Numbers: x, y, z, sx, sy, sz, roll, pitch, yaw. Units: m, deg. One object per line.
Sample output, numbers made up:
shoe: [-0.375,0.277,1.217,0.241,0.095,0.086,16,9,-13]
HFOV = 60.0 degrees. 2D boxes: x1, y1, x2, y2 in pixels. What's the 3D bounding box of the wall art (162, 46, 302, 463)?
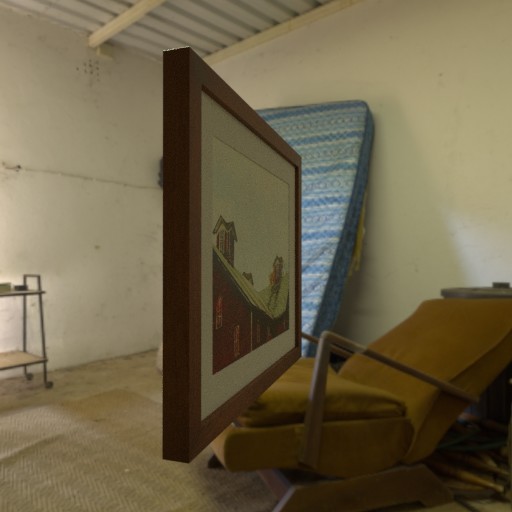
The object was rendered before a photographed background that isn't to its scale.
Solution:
wall art: [0.000,0.000,0.755,0.033,0.457,0.558,0,0,19]
